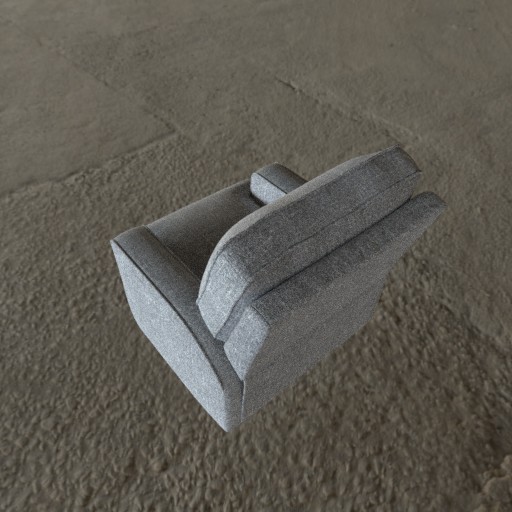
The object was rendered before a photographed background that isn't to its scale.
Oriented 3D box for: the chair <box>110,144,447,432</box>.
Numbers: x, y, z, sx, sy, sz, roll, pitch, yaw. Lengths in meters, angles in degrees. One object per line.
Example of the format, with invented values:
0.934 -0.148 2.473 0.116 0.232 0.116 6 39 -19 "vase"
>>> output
0.000 0.000 1.702 0.861 0.962 0.964 -30 52 -27 "chair"
